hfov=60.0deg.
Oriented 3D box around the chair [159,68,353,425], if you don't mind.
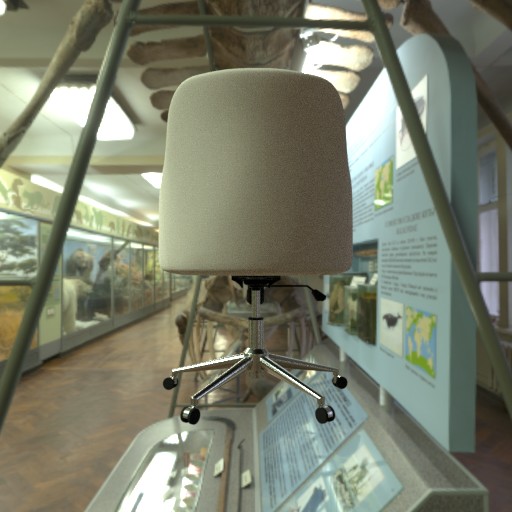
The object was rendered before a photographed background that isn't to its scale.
[{"bbox_3d":[0.000,0.000,1.282,0.602,0.819,0.647,0,-2,0],"label":"chair"}]
